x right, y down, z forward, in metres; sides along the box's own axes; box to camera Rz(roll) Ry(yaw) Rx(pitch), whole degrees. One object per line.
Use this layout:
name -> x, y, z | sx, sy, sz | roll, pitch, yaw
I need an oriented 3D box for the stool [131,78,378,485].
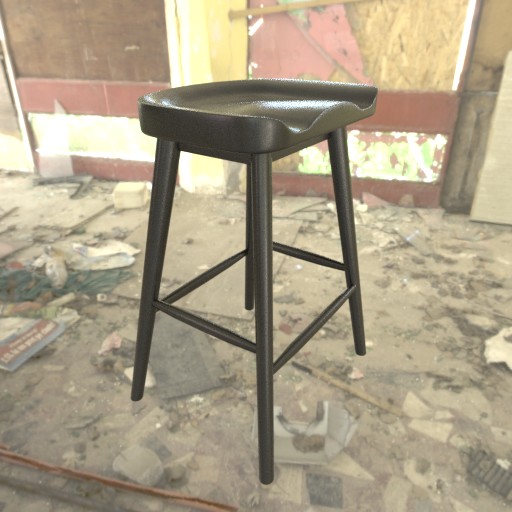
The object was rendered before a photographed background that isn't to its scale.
stool -> 0.000, 0.000, 0.876 | 0.361, 0.615, 0.440 | 18, 33, 31
